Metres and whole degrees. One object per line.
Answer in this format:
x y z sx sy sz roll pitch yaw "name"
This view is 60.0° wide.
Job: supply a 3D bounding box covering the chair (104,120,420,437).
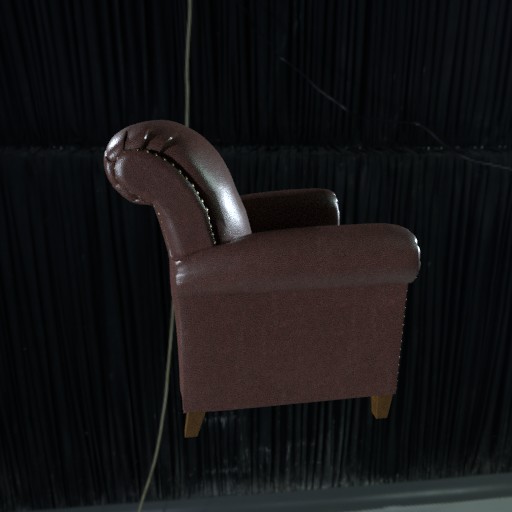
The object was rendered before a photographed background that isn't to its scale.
0.000 0.000 1.580 0.890 0.927 0.854 -3 18 -8 "chair"
